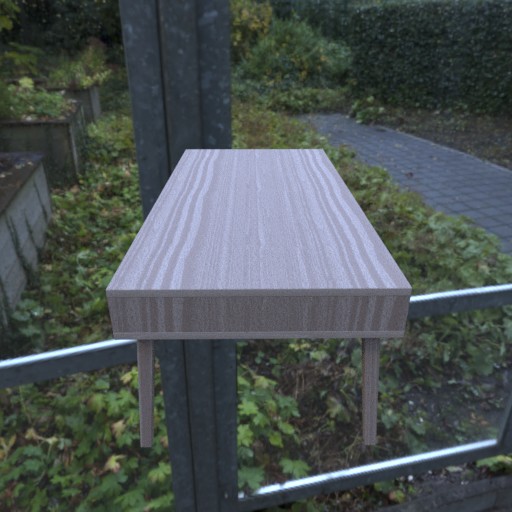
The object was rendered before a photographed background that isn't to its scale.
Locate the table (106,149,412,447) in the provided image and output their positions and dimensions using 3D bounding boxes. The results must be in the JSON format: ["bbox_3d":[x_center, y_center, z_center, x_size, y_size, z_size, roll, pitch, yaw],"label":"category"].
[{"bbox_3d":[0.000,0.000,1.501,0.600,0.450,1.200,0,26,-1],"label":"table"}]
